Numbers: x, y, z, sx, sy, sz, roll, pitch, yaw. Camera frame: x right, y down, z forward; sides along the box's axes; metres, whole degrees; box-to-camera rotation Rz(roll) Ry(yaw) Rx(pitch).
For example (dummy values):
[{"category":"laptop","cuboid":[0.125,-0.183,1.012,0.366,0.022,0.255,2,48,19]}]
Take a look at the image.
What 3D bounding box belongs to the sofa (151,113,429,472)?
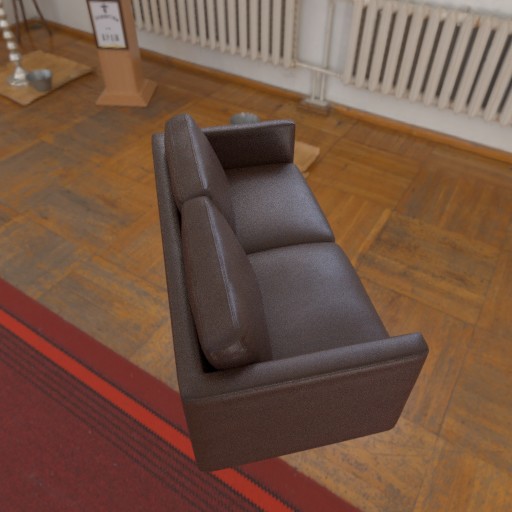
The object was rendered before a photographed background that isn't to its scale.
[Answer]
[{"category":"sofa","cuboid":[0.000,0.000,2.397,0.951,0.933,1.883,-9,45,-9]}]
